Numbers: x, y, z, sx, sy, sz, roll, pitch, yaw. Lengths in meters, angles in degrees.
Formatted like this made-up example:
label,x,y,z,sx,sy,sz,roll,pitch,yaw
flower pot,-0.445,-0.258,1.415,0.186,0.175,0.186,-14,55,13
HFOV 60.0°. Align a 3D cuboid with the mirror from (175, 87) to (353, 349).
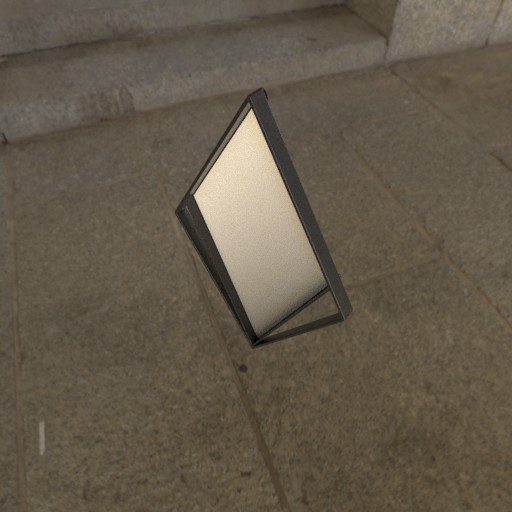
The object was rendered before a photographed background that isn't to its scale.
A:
label,x,y,z,sx,sy,sz,roll,pitch,yaw
mirror,0.000,0.000,0.853,0.419,0.679,0.032,32,56,25
